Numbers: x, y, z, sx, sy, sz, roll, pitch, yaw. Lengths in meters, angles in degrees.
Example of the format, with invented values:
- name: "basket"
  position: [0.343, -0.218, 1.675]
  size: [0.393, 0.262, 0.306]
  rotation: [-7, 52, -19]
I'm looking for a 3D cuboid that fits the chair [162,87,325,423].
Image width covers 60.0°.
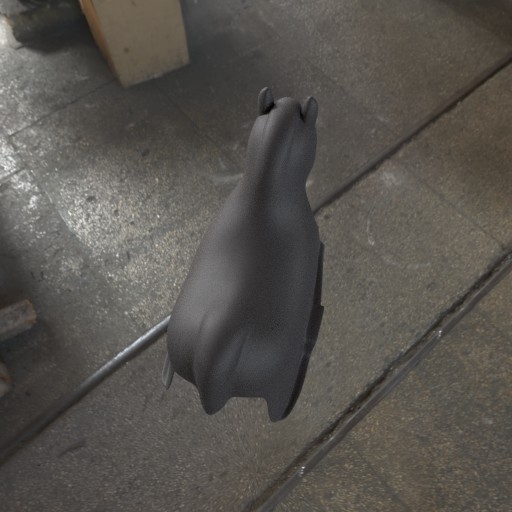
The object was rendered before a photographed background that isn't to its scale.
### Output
- name: "chair"
  position: [0.000, 0.000, 1.152]
  size: [0.429, 0.612, 0.800]
  rotation: [14, 65, 7]
